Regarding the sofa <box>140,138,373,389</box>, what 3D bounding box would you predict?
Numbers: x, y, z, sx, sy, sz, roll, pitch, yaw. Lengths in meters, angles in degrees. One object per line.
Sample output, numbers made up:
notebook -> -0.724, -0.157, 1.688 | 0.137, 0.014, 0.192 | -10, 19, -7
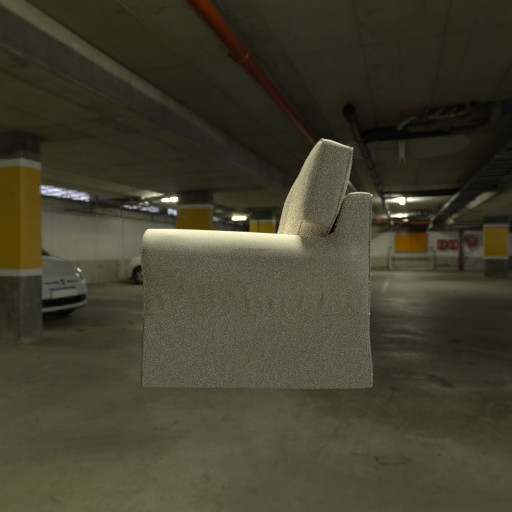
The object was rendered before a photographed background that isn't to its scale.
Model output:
sofa -> 0.000, 0.000, 2.551 | 0.862, 0.937, 2.021 | 0, 1, 0
